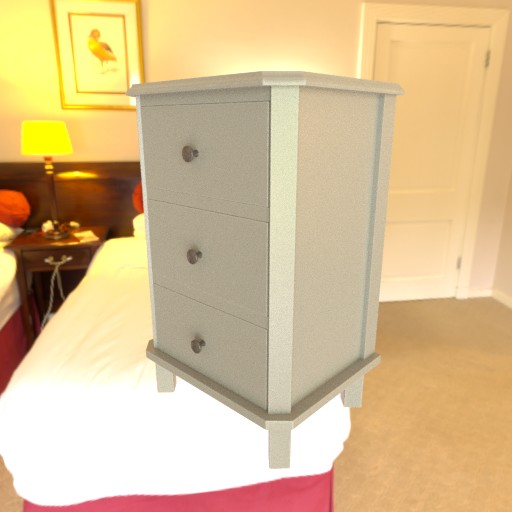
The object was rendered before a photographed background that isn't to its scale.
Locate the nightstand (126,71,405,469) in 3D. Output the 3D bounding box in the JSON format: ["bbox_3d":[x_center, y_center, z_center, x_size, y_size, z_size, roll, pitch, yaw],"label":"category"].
[{"bbox_3d":[0.000,0.000,0.940,0.435,0.680,0.348,15,22,41],"label":"nightstand"}]
